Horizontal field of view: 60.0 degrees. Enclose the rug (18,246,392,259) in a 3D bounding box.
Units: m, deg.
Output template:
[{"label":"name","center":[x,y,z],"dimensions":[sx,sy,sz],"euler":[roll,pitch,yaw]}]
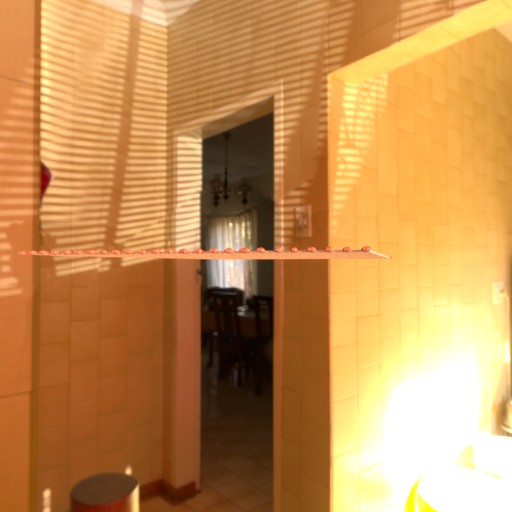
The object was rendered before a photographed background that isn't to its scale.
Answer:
[{"label":"rug","center":[0.000,0.000,4.348],"dimensions":[2.451,0.035,3.369],"euler":[0,-1,19]}]
